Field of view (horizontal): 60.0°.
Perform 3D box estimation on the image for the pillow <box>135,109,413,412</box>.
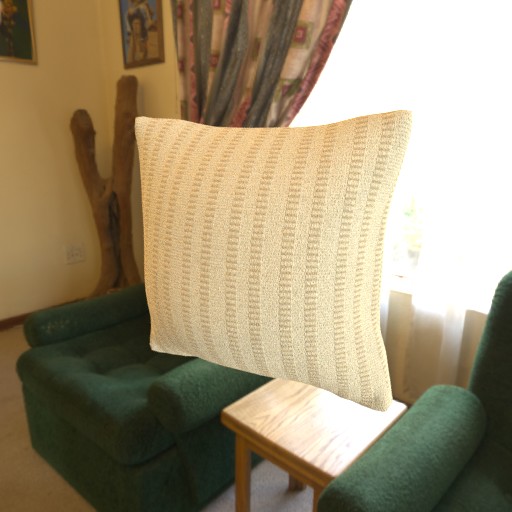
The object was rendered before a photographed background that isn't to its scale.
[{"bbox_3d":[0.000,0.000,0.681,0.438,0.419,0.247,7,17,26],"label":"pillow"}]
